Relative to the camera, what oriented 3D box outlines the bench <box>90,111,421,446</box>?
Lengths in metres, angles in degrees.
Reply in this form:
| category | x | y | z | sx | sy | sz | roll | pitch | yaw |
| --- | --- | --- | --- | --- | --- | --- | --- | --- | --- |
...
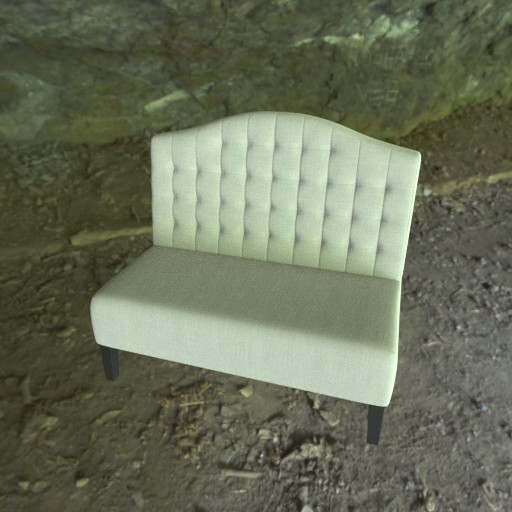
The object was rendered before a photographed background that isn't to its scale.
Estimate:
| category | x | y | z | sx | sy | sz | roll | pitch | yaw |
| --- | --- | --- | --- | --- | --- | --- | --- | --- | --- |
| bench | 0.000 | 0.000 | 2.058 | 1.335 | 1.180 | 0.815 | 8 | 28 | 16 |
